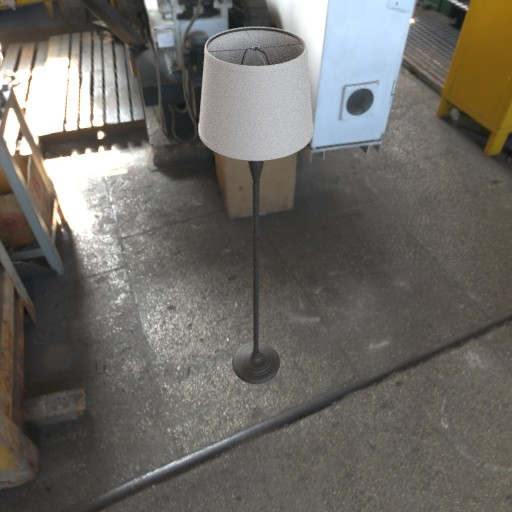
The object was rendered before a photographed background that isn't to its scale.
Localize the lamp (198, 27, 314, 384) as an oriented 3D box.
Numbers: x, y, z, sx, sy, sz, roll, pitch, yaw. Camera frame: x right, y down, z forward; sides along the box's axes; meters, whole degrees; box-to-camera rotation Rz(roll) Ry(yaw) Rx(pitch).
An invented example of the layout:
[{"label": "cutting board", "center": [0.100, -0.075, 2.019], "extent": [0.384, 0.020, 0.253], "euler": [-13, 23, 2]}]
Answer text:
[{"label": "lamp", "center": [0.000, 0.000, 1.641], "extent": [0.327, 1.506, 0.327], "euler": [25, 51, 22]}]
